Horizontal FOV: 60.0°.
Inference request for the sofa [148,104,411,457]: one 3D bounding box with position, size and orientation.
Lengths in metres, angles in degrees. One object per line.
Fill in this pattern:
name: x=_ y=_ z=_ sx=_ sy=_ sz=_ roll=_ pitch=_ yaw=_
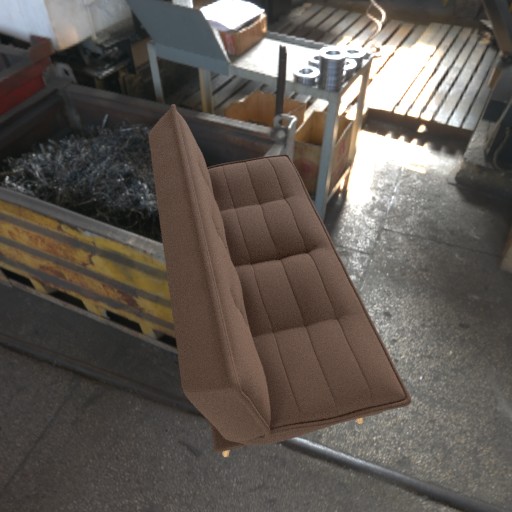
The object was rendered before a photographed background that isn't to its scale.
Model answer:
sofa: x=0.000 y=0.000 z=2.455 sx=0.950 sy=0.890 sz=1.940 roll=-10 pitch=48 yaw=-9
